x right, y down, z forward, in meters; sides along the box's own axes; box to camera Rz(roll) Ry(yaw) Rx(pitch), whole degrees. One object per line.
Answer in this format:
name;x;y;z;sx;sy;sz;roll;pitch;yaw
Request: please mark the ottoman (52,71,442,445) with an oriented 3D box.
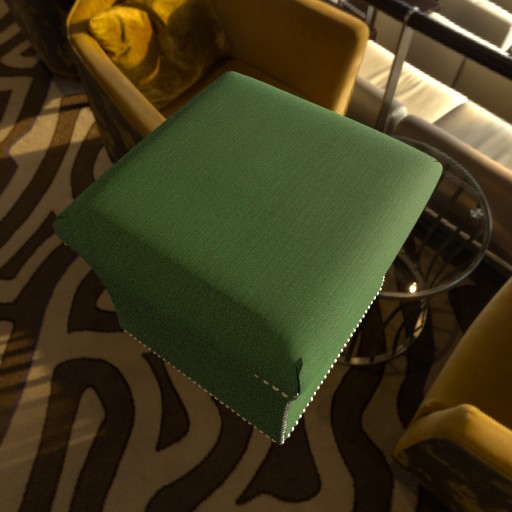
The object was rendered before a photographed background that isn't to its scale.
ottoman;0.000;0.000;0.914;0.497;0.475;0.507;31;62;18
